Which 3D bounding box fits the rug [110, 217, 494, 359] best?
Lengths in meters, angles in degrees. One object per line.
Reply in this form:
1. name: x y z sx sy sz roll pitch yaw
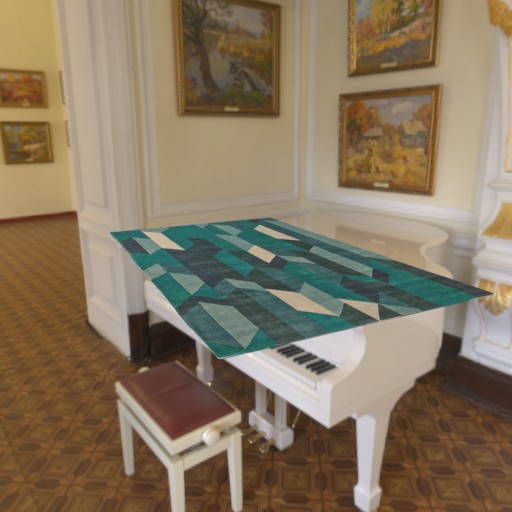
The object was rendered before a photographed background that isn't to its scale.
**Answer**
1. rug: 0.000 0.000 2.979 1.528 0.005 2.420 -8 17 -26
